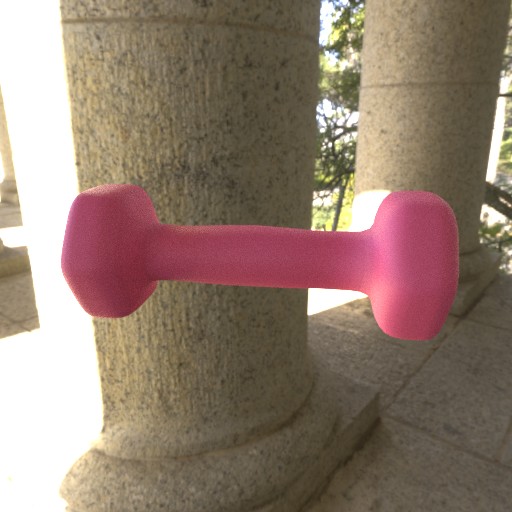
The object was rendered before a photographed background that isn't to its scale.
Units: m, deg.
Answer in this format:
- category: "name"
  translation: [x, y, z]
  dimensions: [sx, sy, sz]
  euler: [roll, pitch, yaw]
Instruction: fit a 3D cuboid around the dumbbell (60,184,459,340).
- category: "dumbbell"
  translation: [0.000, 0.000, 0.176]
  dimensions: [0.146, 0.053, 0.058]
  euler: [3, 17, 9]
